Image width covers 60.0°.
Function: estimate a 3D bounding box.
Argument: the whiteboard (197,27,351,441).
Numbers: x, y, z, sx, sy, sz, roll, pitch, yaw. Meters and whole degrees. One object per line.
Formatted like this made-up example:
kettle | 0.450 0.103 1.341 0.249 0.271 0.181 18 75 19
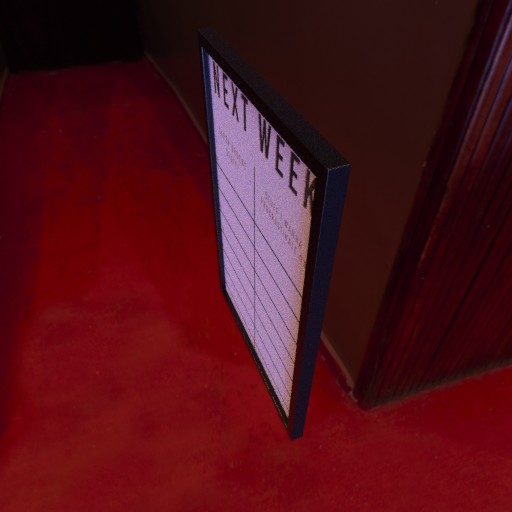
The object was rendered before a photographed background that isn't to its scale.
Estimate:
whiteboard | 0.000 0.000 0.759 0.026 0.611 0.406 -16 47 -16
